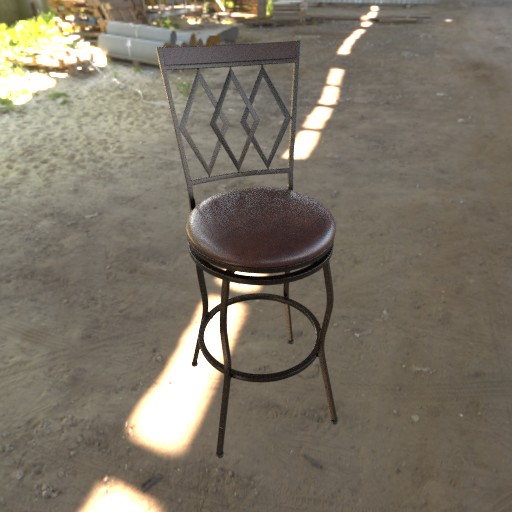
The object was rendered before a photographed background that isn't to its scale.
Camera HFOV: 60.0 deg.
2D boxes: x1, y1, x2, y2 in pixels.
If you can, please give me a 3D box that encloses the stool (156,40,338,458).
[{"bbox_3d":[0.000,0.000,1.364,0.432,1.134,0.521,-10,34,-15],"label":"stool"}]
